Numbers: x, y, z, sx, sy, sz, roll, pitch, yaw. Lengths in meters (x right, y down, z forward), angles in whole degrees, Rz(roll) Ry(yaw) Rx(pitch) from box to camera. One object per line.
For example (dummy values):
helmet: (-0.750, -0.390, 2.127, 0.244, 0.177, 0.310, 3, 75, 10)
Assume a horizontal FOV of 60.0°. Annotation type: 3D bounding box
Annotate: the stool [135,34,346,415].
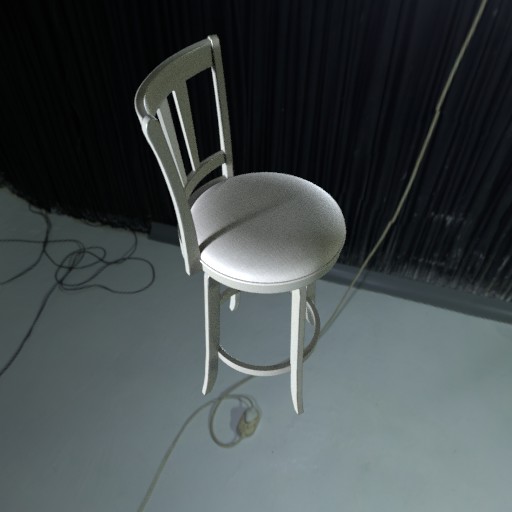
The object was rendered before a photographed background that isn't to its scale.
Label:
stool: (0.000, 0.000, 1.273, 0.475, 1.042, 0.436, 9, 46, 9)
